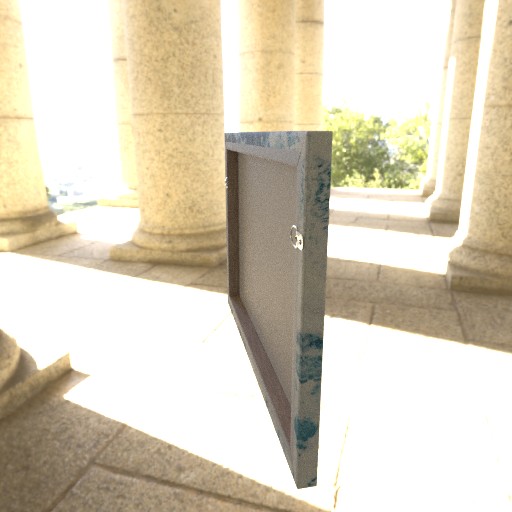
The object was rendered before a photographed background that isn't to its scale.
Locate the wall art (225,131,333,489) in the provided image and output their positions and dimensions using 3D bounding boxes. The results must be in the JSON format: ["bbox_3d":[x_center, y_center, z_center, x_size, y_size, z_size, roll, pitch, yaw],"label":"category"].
[{"bbox_3d":[0.000,0.000,1.133,0.042,0.610,0.915,-3,16,-11],"label":"wall art"}]
